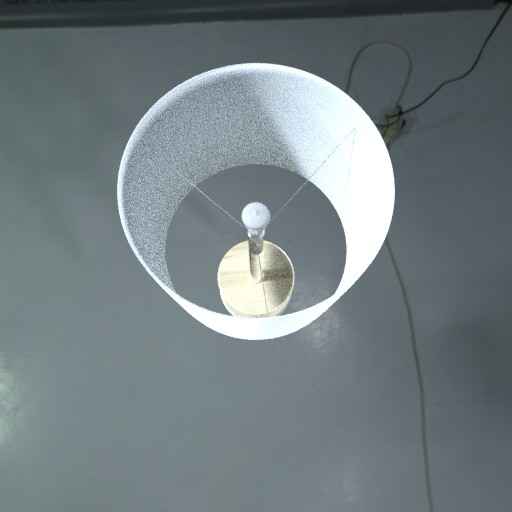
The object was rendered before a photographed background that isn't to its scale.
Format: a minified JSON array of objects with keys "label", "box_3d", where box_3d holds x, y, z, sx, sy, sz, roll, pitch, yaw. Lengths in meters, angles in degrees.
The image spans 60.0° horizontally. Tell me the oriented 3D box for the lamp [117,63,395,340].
[{"label":"lamp","box_3d":[0.000,0.000,0.589,0.229,0.470,0.229,-5,75,-1]}]
